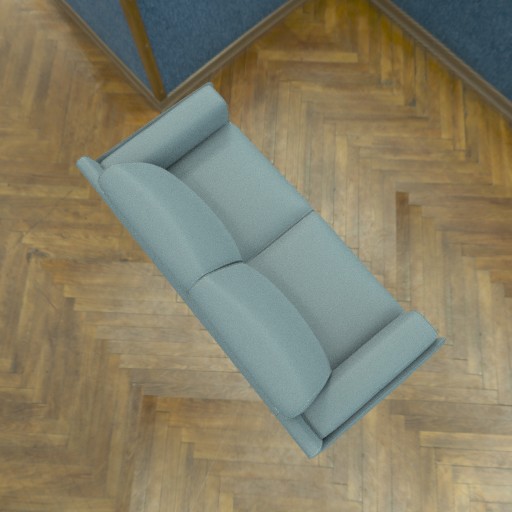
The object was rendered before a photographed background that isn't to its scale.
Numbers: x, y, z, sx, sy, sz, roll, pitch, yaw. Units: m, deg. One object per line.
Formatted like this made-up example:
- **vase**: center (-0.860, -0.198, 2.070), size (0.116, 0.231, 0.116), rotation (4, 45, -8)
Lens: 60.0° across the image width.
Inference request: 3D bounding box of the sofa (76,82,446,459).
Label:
- **sofa**: center (0.000, 0.000, 2.614), size (0.969, 0.900, 2.100), rotation (-39, 79, -9)
